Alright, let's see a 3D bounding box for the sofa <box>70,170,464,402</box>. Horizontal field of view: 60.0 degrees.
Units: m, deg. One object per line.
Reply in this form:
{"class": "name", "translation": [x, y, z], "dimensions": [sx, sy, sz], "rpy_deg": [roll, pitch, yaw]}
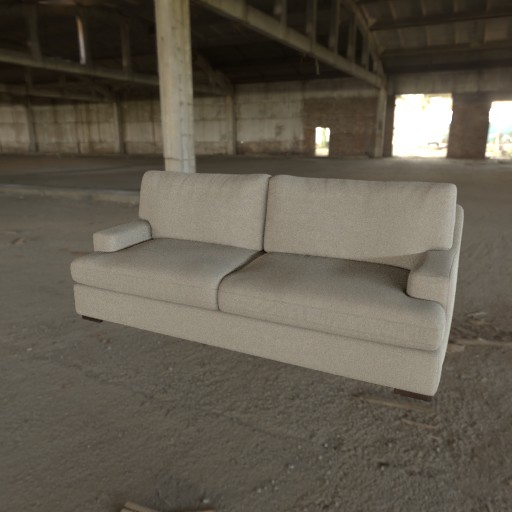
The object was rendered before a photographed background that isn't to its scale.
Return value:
{"class": "sofa", "translation": [0.000, 0.000, 2.836], "dimensions": [2.354, 0.980, 0.962], "rpy_deg": [7, 17, 25]}
